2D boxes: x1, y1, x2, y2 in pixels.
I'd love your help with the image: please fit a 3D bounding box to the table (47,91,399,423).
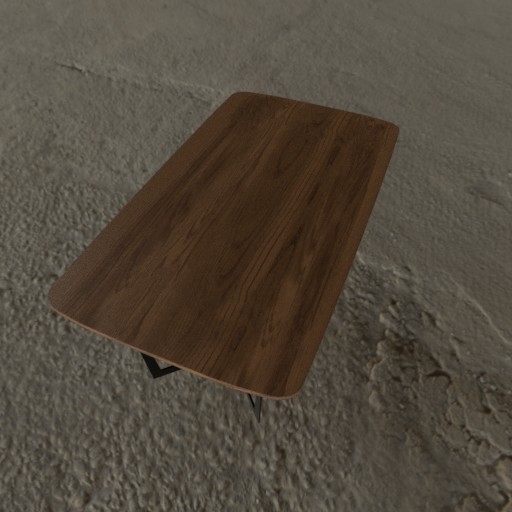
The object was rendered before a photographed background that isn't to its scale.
[{"bbox_3d":[0.000,0.000,2.164,0.949,0.765,1.643,18,50,15],"label":"table"}]
